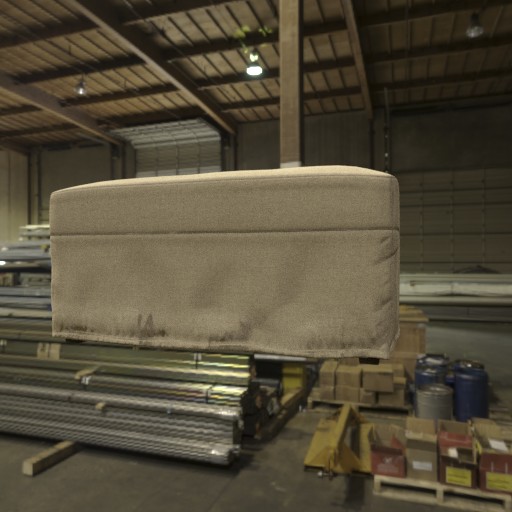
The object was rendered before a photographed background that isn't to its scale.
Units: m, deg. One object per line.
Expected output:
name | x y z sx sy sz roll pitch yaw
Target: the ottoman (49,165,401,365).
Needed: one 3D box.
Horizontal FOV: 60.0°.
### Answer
ottoman | 0.000 0.000 1.355 0.840 0.436 0.843 0 0 18
